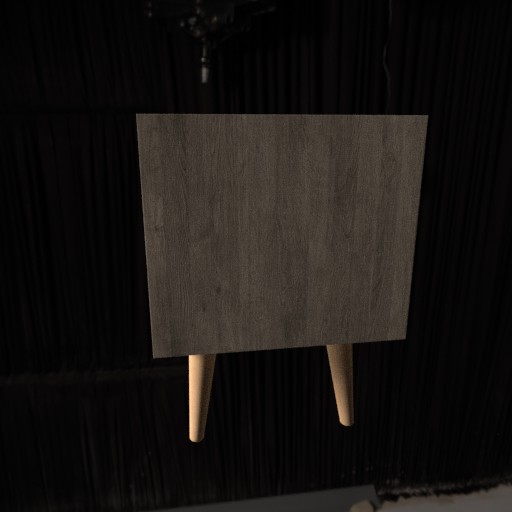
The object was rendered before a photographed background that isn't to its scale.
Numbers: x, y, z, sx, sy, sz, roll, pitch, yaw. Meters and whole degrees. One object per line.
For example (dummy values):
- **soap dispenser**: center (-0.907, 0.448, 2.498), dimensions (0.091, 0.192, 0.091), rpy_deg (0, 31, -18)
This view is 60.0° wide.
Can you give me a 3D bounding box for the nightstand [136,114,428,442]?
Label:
- **nightstand**: center (0.000, 0.000, 0.848), dimensions (0.380, 0.500, 0.480), rpy_deg (-2, 16, -9)
